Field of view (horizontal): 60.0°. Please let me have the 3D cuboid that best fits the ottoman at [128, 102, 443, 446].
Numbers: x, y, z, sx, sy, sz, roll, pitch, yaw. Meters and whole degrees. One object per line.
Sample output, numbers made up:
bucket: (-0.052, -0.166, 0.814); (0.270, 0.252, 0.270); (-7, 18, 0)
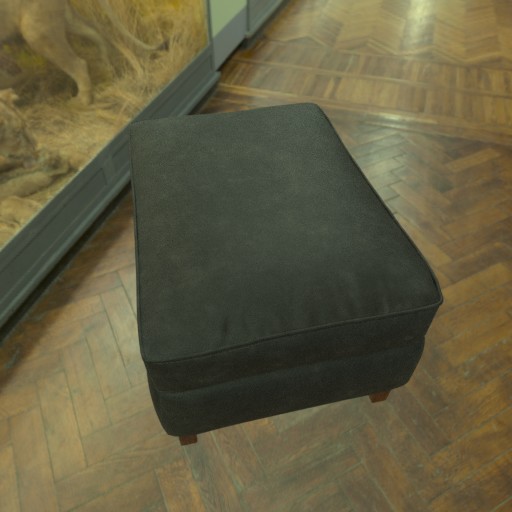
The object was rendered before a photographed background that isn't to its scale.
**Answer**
ottoman: (0.000, 0.000, 0.965); (0.501, 0.413, 0.665); (-9, 47, -9)
